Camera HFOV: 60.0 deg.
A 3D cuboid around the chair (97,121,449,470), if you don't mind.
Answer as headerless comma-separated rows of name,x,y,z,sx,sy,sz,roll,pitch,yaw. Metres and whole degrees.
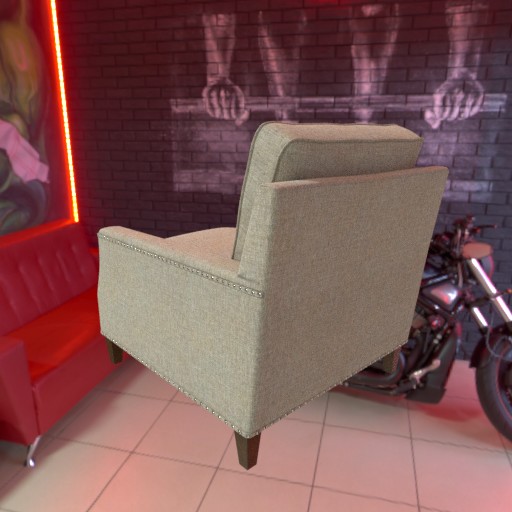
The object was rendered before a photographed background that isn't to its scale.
chair,0.000,0.000,1.656,0.853,0.943,1.014,-14,21,-41
